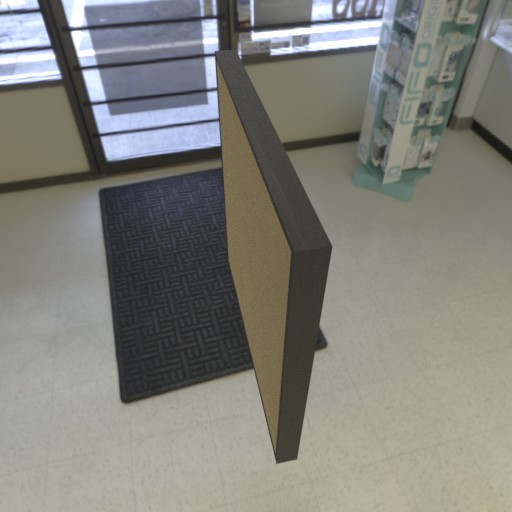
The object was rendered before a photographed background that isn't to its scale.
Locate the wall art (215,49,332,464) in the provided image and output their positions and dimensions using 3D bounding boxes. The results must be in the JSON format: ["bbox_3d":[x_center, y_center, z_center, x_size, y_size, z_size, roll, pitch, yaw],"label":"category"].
[{"bbox_3d":[0.000,0.000,0.765,0.037,0.507,0.509,-9,45,-9],"label":"wall art"}]
